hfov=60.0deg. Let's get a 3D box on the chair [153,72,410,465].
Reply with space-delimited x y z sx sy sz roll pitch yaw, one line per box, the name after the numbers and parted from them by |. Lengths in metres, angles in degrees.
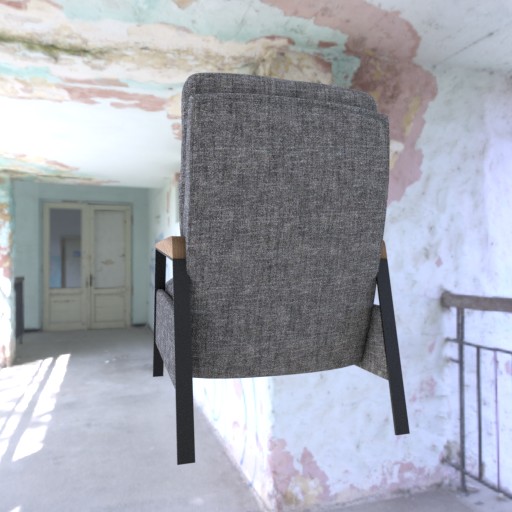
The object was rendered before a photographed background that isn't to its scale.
0.000 0.000 1.610 0.671 1.042 0.868 0 0 -17 | chair
